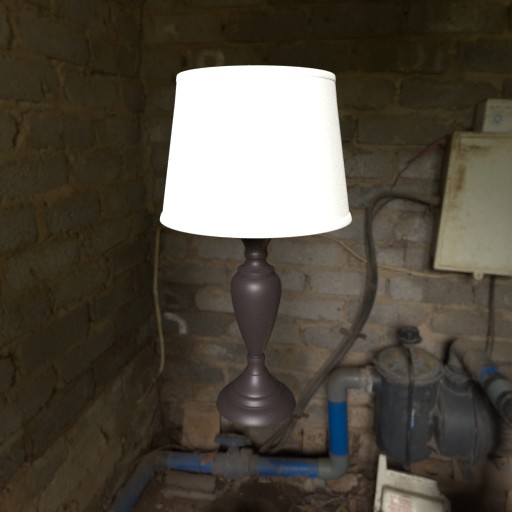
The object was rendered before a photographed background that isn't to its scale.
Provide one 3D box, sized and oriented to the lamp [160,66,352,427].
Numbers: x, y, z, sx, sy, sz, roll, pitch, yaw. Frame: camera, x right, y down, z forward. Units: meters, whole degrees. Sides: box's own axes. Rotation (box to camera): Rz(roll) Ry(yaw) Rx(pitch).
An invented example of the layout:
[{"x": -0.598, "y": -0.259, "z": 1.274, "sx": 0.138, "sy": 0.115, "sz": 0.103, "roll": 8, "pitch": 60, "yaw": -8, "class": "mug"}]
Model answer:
[{"x": 0.000, "y": 0.000, "z": 0.811, "sx": 0.335, "sy": 0.611, "sz": 0.335, "roll": 0, "pitch": 15, "yaw": 0, "class": "lamp"}]
